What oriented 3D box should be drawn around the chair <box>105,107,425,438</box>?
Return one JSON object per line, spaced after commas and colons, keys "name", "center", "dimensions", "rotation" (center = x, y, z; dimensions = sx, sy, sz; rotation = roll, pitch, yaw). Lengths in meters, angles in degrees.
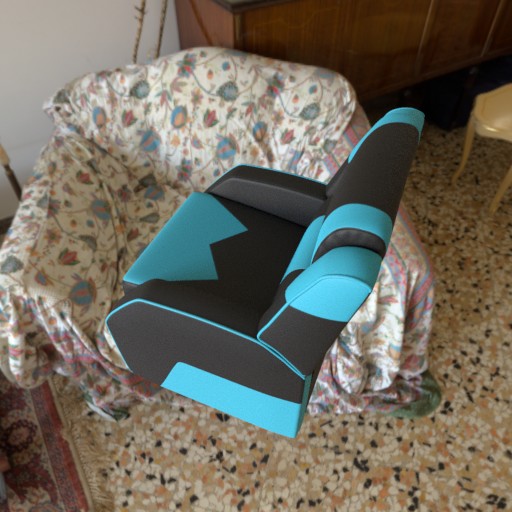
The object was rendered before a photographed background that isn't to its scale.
{"name": "chair", "center": [0.000, 0.000, 1.258], "dimensions": [0.672, 0.805, 0.620], "rotation": [17, 49, 15]}
